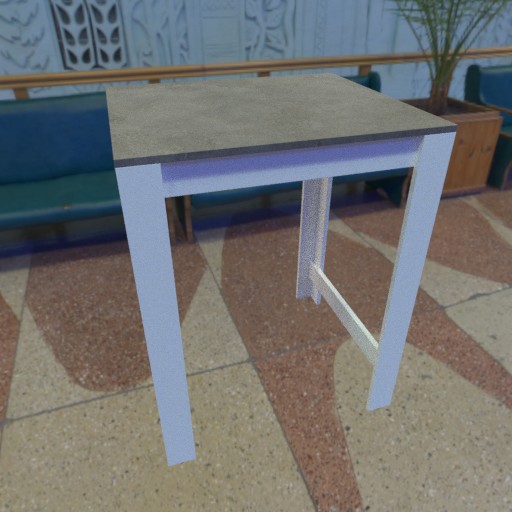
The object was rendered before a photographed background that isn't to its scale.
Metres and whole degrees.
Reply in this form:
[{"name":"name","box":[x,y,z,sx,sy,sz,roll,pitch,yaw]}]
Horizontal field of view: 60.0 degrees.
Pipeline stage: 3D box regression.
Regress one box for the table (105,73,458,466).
[{"name":"table","box":[0.000,0.000,1.520,0.800,1.020,0.700,-9,34,-15]}]
